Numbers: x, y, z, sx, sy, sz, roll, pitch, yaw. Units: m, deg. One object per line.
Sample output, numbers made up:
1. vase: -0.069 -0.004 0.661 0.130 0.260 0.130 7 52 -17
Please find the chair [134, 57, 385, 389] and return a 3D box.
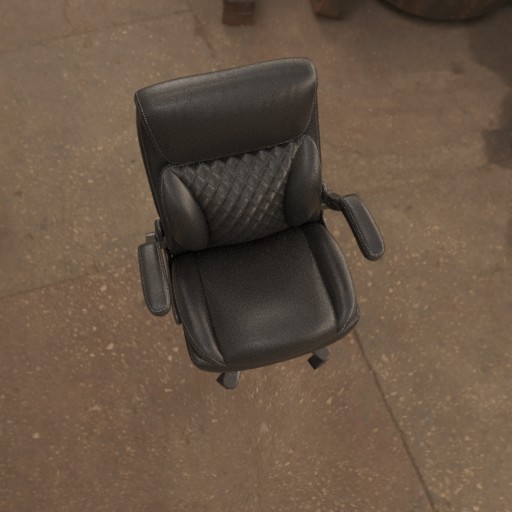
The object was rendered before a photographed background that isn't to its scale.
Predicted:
1. chair: 0.000 0.000 1.605 0.782 1.110 0.724 -14 64 -7
